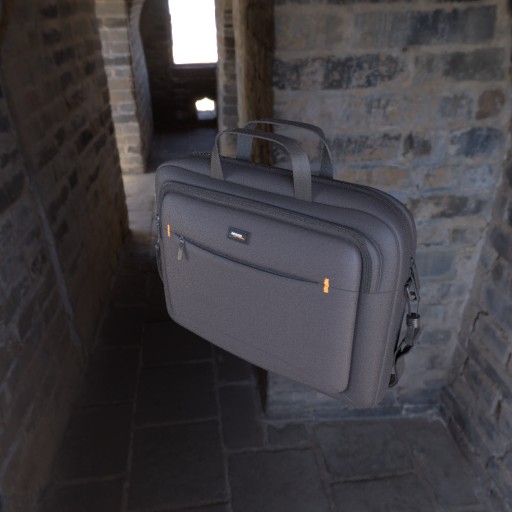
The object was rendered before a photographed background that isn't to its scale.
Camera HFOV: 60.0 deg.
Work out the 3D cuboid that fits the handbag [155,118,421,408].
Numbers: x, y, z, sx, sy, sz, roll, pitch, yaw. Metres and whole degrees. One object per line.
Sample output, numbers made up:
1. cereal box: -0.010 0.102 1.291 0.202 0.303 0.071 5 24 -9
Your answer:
1. handbag: 0.000 0.000 0.577 0.429 0.330 0.126 19 34 30
